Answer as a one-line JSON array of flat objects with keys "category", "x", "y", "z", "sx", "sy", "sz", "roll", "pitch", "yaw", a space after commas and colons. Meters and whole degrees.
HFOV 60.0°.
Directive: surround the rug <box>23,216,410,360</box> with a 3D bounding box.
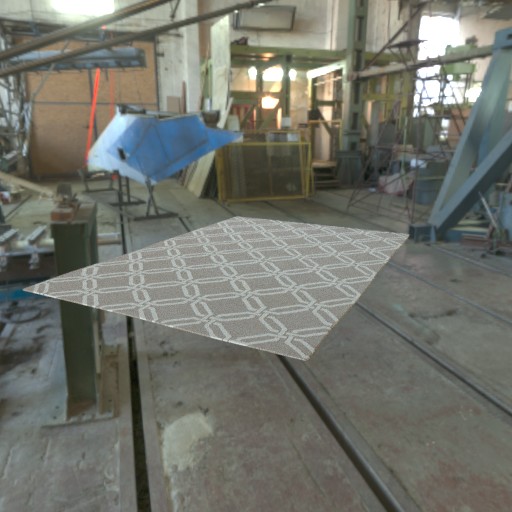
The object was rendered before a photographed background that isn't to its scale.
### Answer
[{"category": "rug", "x": 0.000, "y": 0.000, "z": 2.769, "sx": 1.524, "sy": 0.013, "sz": 2.135, "roll": 8, "pitch": 18, "yaw": 26}]
